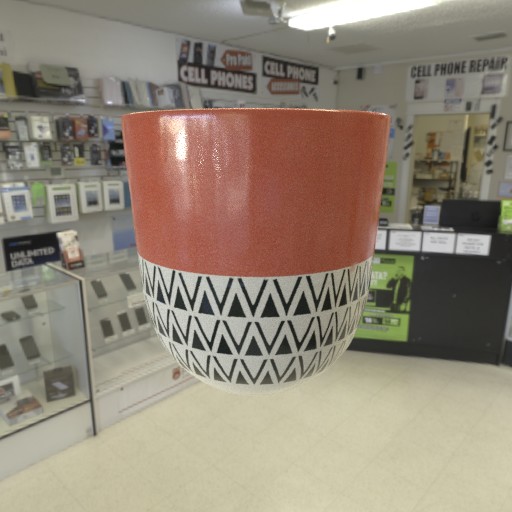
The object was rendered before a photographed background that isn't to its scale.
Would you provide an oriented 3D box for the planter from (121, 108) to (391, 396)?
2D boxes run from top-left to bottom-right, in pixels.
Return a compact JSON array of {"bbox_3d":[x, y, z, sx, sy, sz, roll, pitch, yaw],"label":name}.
[{"bbox_3d":[0.000,0.000,0.359,0.195,0.214,0.195,0,14,0],"label":"planter"}]
